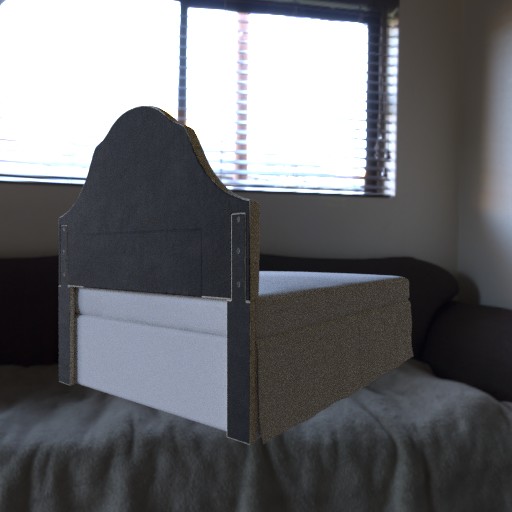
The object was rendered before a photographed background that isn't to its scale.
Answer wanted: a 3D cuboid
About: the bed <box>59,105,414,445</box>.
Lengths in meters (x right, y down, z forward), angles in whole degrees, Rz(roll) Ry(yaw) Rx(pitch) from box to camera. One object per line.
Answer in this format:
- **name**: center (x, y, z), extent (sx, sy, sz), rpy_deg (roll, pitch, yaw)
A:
- **bed**: center (0.000, 0.000, 3.147), extent (1.627, 1.575, 2.092), rpy_deg (0, 1, 37)
